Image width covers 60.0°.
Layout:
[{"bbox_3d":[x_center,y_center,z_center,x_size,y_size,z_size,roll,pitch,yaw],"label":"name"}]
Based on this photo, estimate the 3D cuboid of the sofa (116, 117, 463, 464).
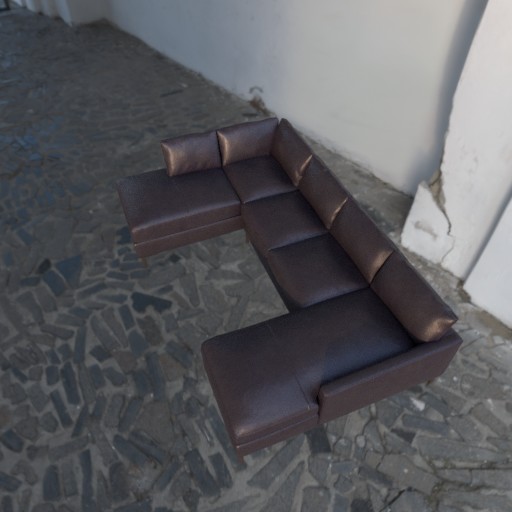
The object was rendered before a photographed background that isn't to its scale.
[{"bbox_3d":[0.000,0.000,3.893,1.939,0.900,2.956,-16,49,-15],"label":"sofa"}]
